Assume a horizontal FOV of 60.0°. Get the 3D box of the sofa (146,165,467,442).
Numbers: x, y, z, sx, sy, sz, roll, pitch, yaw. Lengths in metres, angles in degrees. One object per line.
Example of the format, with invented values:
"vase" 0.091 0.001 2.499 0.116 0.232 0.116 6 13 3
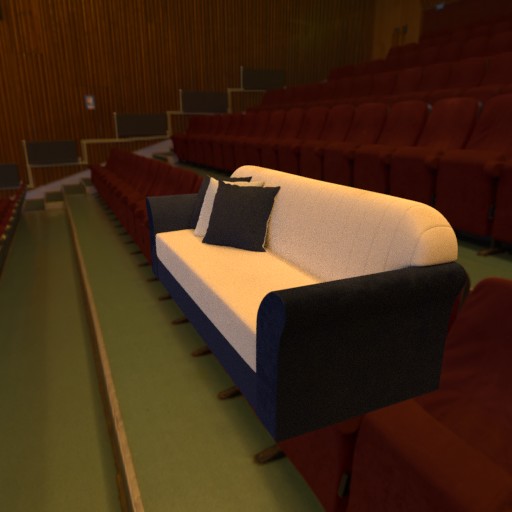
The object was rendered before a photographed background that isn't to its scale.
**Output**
"sofa" 0.000 0.000 2.362 0.749 0.789 2.006 -8 19 -24
